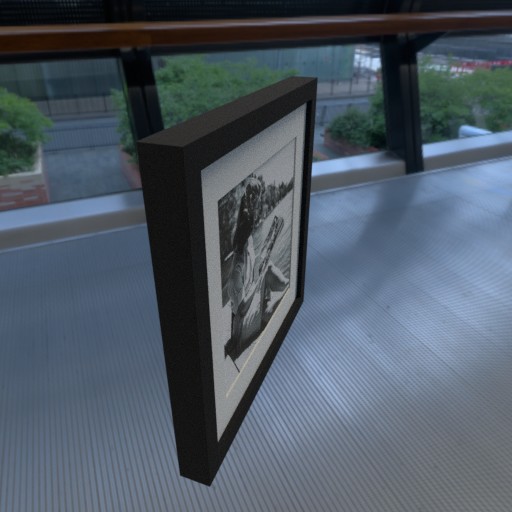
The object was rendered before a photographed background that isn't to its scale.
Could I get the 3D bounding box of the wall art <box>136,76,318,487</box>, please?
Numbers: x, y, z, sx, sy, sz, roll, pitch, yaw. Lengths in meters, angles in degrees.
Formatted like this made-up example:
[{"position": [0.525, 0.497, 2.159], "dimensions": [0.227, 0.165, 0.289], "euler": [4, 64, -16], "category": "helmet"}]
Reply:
[{"position": [0.000, 0.000, 0.451], "dimensions": [0.030, 0.305, 0.308], "euler": [11, 31, 18], "category": "wall art"}]
